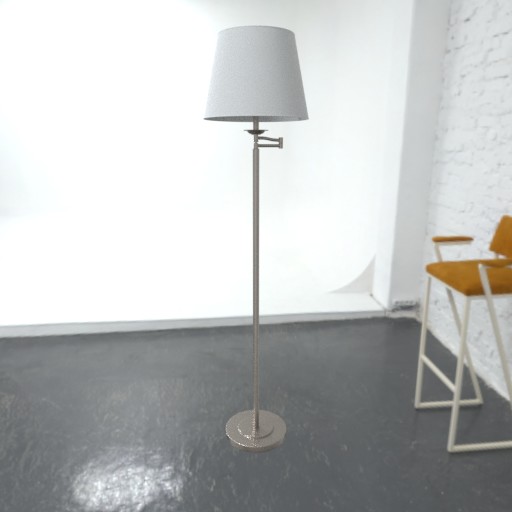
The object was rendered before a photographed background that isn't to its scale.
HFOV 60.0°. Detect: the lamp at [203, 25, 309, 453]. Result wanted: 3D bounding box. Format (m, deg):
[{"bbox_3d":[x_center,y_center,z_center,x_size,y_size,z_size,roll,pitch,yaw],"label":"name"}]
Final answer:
[{"bbox_3d":[0.000,0.000,1.615,0.355,1.473,0.355,0,14,0],"label":"lamp"}]
